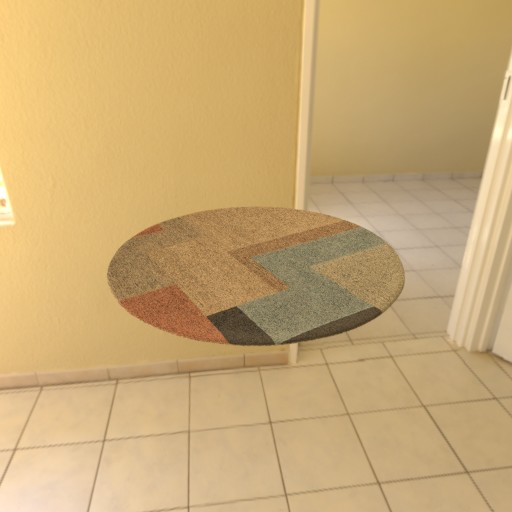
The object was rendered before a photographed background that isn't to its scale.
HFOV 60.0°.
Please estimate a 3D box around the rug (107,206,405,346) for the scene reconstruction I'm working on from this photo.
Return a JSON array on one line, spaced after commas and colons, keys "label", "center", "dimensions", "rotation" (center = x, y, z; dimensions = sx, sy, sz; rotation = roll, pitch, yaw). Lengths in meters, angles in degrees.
[{"label": "rug", "center": [0.000, 0.000, 3.819], "dimensions": [2.461, 0.033, 2.461], "rotation": [0, 26, 0]}]
